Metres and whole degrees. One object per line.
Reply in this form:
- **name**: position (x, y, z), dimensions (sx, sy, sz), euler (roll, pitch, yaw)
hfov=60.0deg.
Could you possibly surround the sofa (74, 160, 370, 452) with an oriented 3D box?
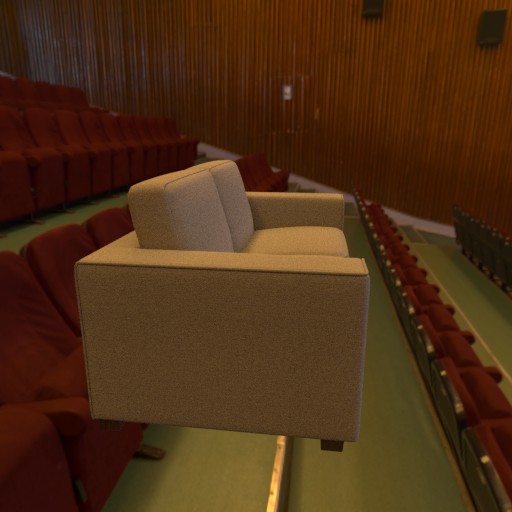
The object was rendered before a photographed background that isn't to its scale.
- **sofa**: position (0.000, 0.000, 2.357), dimensions (1.007, 0.924, 1.812), euler (2, 16, 8)
